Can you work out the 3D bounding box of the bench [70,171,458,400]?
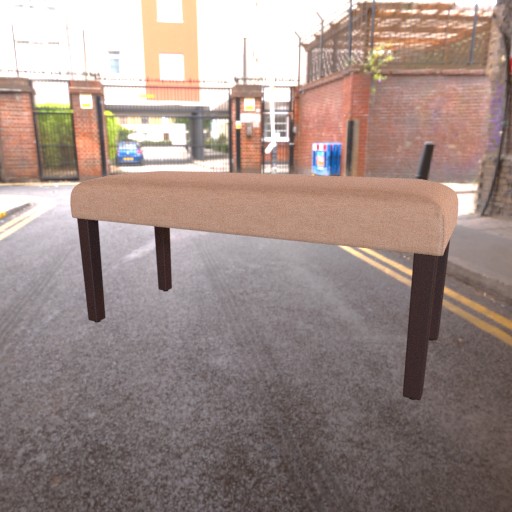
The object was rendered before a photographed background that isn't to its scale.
[{"bbox_3d":[0.000,0.000,1.273,1.013,0.456,0.407,7,16,26],"label":"bench"}]
